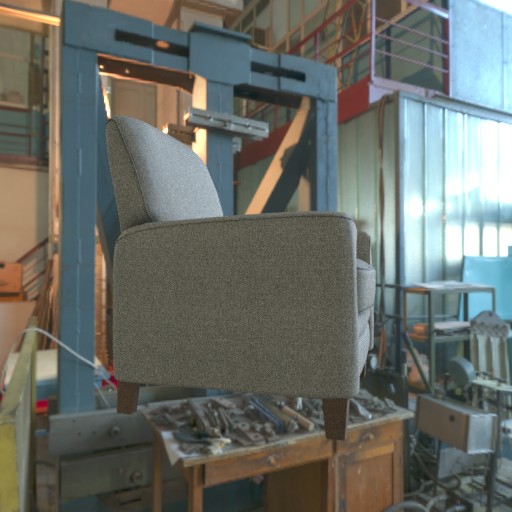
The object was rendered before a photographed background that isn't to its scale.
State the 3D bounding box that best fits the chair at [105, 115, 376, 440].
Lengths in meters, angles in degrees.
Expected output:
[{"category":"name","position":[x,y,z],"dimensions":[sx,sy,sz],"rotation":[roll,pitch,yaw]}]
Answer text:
[{"category":"chair","position":[0.000,0.000,1.670],"dimensions":[0.864,1.014,0.848],"rotation":[0,-1,18]}]
